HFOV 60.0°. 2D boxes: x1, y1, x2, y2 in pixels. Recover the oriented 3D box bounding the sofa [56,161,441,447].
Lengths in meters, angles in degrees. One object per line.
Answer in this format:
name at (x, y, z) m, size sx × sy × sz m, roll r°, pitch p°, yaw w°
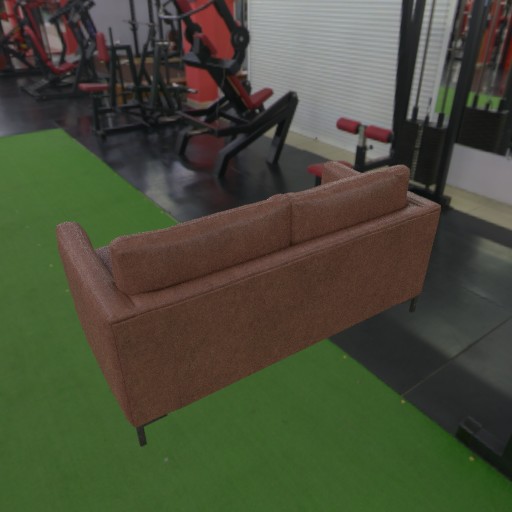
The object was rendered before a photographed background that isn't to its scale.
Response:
sofa at (0.000, 0.000, 2.336) m, size 1.797 × 0.883 × 0.899 m, roll -18°, pitch 35°, yaw -28°
